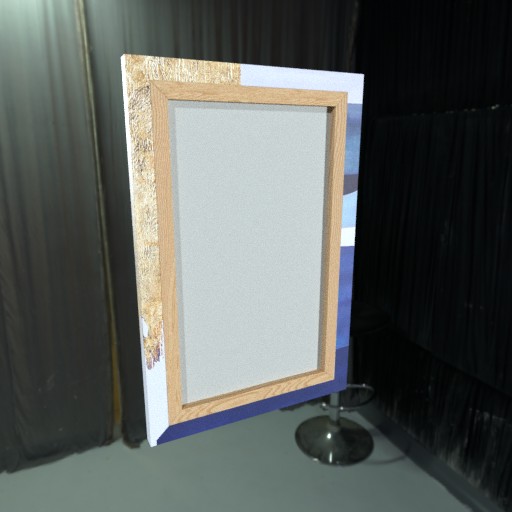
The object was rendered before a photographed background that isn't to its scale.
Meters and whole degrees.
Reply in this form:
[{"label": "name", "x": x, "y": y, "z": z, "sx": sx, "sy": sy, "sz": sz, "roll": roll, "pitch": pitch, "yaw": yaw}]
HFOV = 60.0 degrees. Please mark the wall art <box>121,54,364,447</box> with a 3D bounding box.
[{"label": "wall art", "x": 0.000, "y": 0.000, "z": 1.146, "sx": 0.607, "sy": 0.911, "sz": 0.039, "roll": -7, "pitch": 16, "yaw": -26}]
